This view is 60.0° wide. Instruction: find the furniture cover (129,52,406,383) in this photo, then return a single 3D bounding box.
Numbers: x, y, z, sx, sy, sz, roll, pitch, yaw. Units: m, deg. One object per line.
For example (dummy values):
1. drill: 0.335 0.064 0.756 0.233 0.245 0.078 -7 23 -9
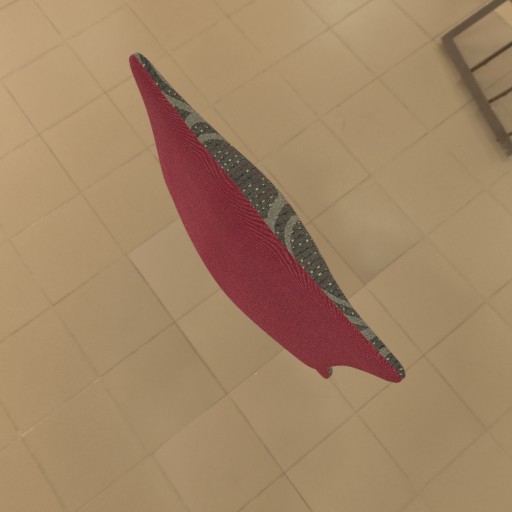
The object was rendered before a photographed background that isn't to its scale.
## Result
1. furniture cover: 0.000 0.000 0.764 0.163 0.513 0.514 -37 78 -9
